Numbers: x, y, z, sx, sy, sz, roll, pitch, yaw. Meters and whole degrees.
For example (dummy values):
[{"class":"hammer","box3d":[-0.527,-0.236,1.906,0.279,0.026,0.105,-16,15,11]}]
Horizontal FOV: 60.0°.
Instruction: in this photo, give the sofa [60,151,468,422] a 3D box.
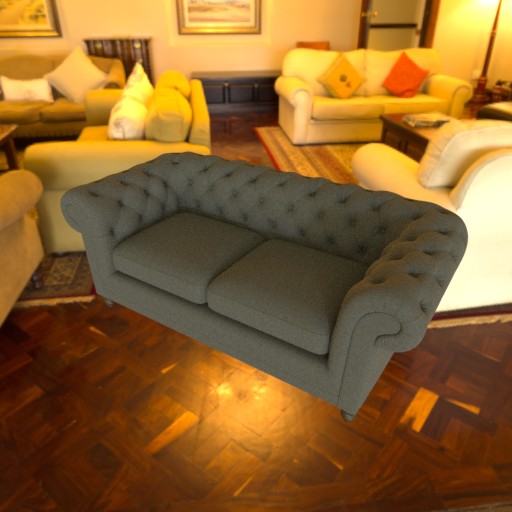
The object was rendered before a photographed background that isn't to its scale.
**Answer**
[{"class":"sofa","box3d":[0.000,0.000,2.454,1.998,0.764,0.986,18,34,29]}]
